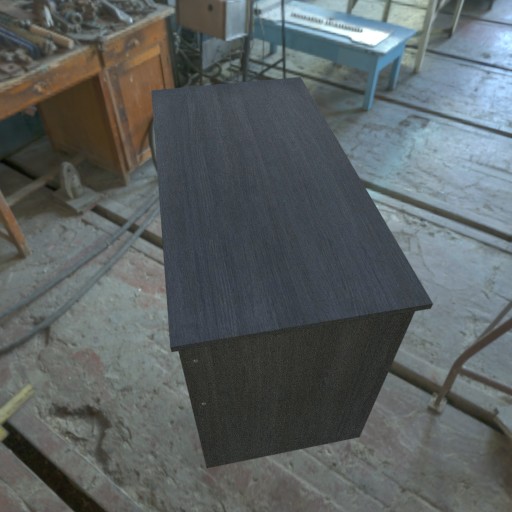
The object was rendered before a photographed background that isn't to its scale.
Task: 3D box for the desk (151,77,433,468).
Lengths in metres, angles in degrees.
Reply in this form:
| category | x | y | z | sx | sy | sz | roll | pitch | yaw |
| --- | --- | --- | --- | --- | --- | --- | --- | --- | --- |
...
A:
| category | x | y | z | sx | sy | sz | roll | pitch | yaw |
| --- | --- | --- | --- | --- | --- | --- | --- | --- | --- |
| desk | 0.000 | 0.000 | 1.546 | 0.560 | 0.730 | 1.096 | -8 | 47 | -8 |
